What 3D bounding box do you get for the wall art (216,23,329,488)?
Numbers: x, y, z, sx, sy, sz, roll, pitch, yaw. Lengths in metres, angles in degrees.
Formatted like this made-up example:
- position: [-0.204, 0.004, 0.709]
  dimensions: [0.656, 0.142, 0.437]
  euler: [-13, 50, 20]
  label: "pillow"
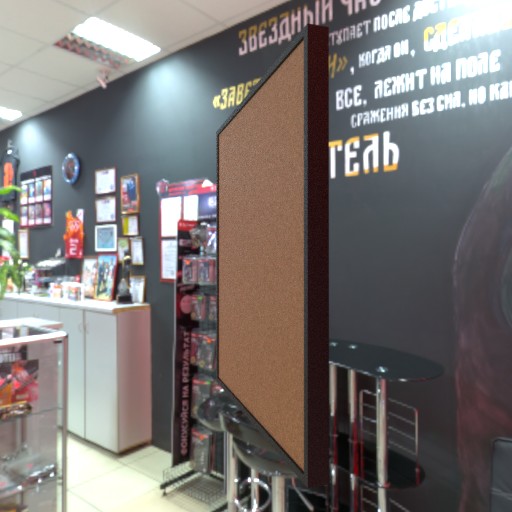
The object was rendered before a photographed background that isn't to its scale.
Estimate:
- position: [0.000, 0.000, 0.523]
  dimensions: [0.019, 0.381, 0.330]
  euler: [0, 0, -18]
  label: "wall art"
